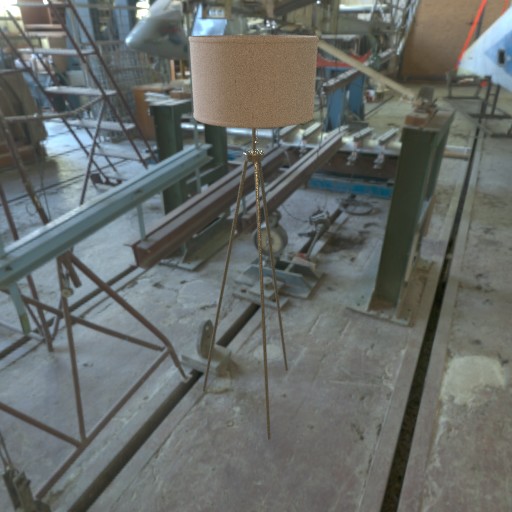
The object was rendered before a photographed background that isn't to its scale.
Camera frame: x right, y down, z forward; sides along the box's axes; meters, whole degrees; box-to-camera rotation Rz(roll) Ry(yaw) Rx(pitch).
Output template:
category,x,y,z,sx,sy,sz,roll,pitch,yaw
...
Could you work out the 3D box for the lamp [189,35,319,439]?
category,x,y,z,sx,sy,sz,roll,pitch,yaw
lamp,0.000,0.000,1.740,0.449,1.545,0.460,-9,29,-17
